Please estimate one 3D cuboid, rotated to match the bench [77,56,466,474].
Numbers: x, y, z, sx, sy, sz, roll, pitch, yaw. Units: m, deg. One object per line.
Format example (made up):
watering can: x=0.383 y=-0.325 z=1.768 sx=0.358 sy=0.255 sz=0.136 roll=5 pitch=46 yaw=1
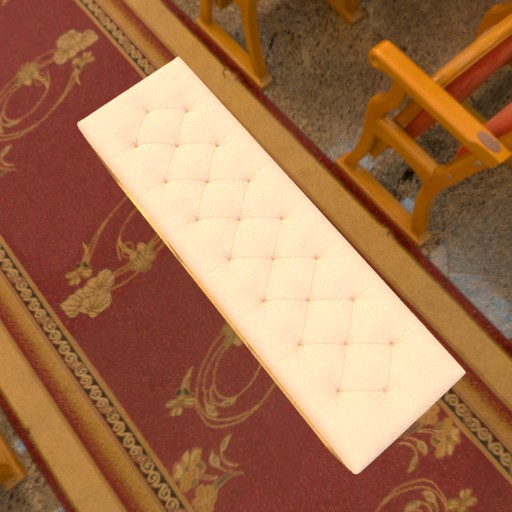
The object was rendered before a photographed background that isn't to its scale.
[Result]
bench: x=0.000 y=0.000 z=1.665 sx=0.457 sy=0.484 sz=1.473 roll=-38 pitch=78 yaw=-10
